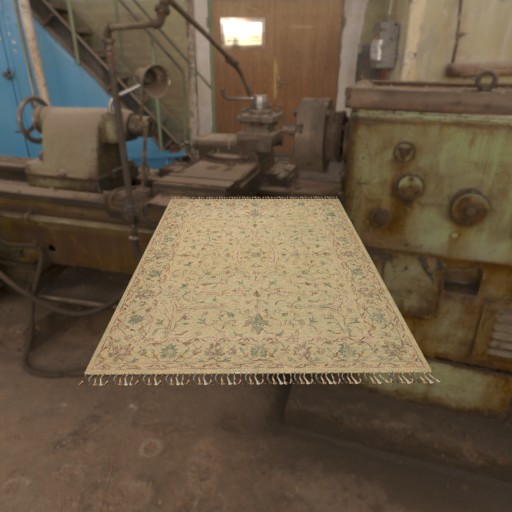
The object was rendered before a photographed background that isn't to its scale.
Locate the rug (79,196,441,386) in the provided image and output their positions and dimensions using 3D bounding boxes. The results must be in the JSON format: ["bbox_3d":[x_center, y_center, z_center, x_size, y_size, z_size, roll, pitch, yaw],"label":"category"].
[{"bbox_3d":[0.000,0.000,2.948,1.544,0.010,2.435,0,26,0],"label":"rug"}]
